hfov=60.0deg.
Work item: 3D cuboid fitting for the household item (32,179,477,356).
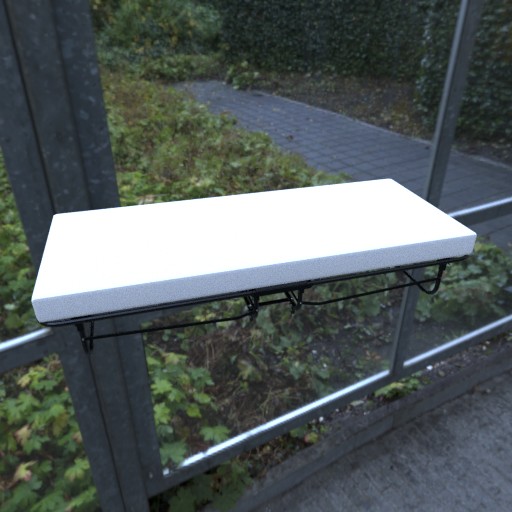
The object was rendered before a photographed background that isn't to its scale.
[{"bbox_3d":[0.000,0.000,2.162,1.905,0.356,0.787,-8,31,-14],"label":"household item"}]
